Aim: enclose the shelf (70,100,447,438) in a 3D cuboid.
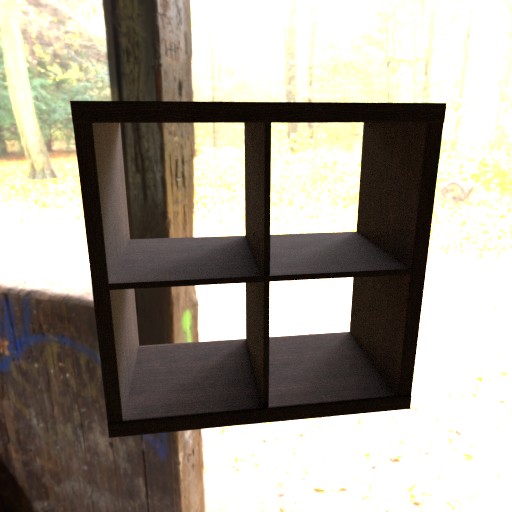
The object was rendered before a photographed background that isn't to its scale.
[{"bbox_3d":[0.000,0.000,1.218,0.790,0.786,0.390,-2,17,-8],"label":"shelf"}]
